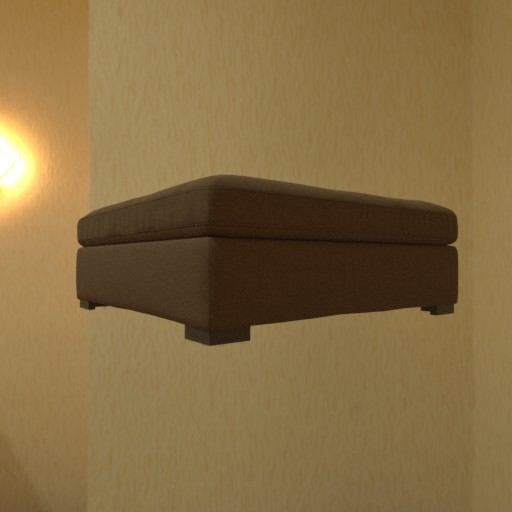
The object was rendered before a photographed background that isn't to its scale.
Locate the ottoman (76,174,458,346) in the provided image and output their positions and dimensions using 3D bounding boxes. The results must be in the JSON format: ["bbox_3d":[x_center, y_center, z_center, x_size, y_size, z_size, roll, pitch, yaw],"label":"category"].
[{"bbox_3d":[0.000,0.000,1.874,1.181,0.470,1.181,0,-1,-37],"label":"ottoman"}]
